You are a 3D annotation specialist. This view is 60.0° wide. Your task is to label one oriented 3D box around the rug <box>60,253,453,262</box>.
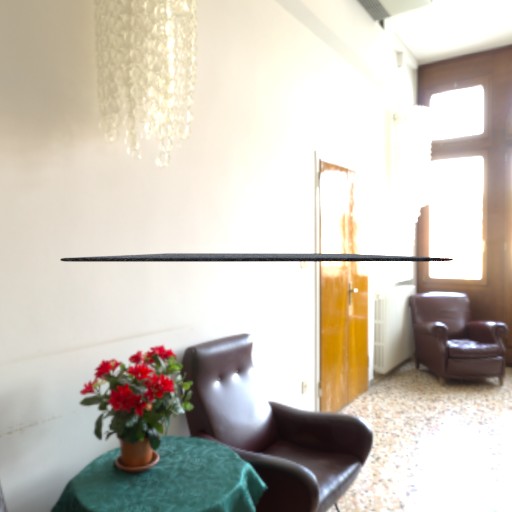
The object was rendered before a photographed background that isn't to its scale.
[{"bbox_3d":[0.000,0.000,4.246,2.385,0.024,3.245,0,1,-1],"label":"rug"}]
